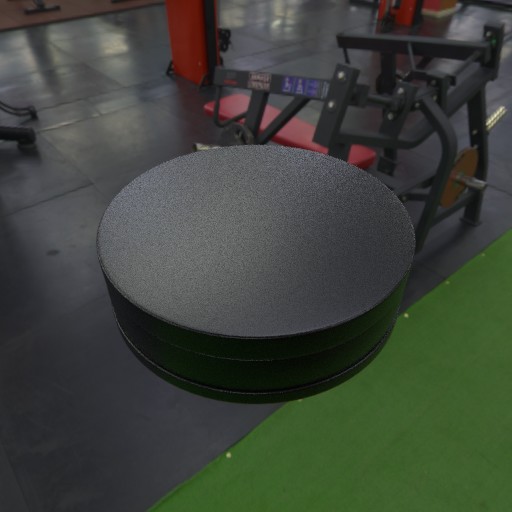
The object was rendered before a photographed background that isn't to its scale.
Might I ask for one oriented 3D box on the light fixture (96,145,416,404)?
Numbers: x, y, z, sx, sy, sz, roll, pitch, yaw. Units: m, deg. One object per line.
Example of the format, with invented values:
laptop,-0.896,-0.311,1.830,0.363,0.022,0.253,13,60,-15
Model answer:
light fixture,0.000,0.000,0.434,0.283,0.097,0.283,0,41,0
